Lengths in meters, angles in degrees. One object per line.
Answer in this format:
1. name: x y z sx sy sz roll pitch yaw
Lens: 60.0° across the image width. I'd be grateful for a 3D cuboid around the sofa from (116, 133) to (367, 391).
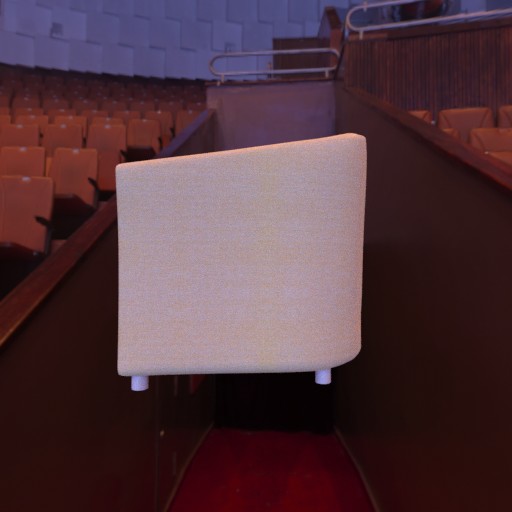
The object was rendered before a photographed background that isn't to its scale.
1. sofa: 0.000 0.000 1.832 0.705 0.721 1.452 0 -1 1
